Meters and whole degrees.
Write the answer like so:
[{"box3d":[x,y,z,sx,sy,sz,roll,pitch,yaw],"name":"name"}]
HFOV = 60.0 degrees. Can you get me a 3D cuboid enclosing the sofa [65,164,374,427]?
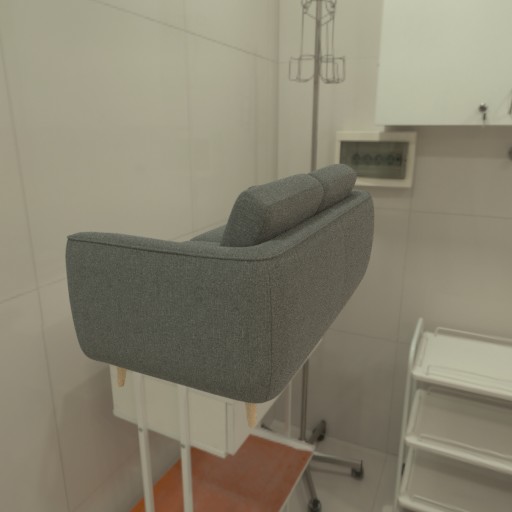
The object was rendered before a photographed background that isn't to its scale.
[{"box3d":[0.000,0.000,2.249,0.920,0.870,1.700,7,18,24],"name":"sofa"}]
